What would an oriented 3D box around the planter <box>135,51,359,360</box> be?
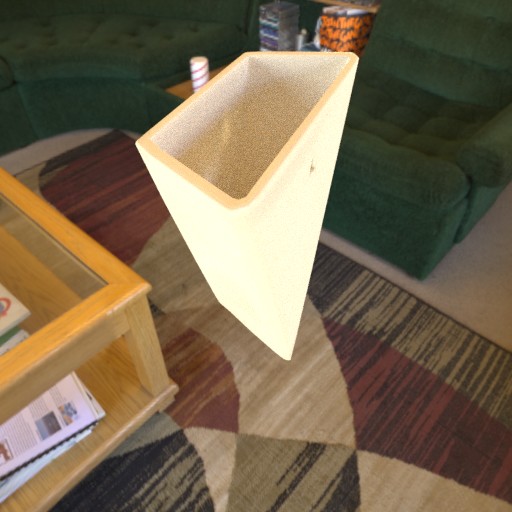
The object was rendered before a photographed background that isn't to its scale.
[{"bbox_3d":[0.000,0.000,0.270,0.060,0.197,0.150,18,47,17],"label":"planter"}]
